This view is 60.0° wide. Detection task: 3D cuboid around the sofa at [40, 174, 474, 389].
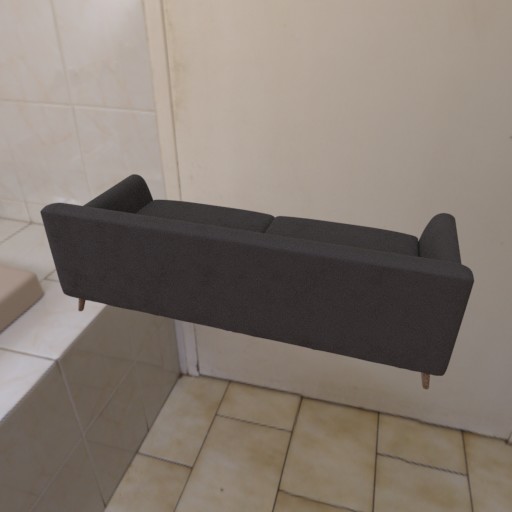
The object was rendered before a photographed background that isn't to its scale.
[{"bbox_3d":[0.000,0.000,2.648,2.190,0.740,0.900,9,32,15],"label":"sofa"}]
